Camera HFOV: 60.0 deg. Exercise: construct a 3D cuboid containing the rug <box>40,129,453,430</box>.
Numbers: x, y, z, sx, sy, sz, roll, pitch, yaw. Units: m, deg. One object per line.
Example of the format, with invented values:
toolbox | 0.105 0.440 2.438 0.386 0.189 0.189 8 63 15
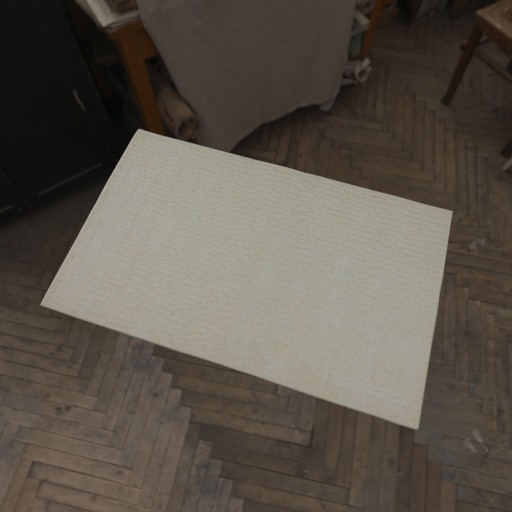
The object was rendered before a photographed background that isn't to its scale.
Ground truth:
rug | 0.000 0.000 2.990 2.441 0.014 1.531 16 65 8
